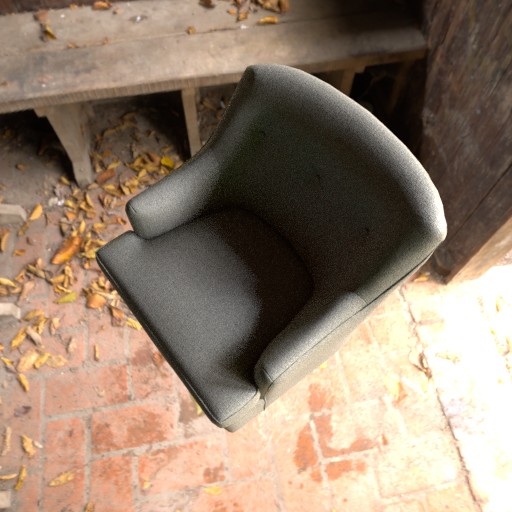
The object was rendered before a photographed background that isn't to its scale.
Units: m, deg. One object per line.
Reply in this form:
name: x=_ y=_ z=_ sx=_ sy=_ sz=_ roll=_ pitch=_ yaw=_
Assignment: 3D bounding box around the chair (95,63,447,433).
chair: x=0.000 y=0.000 z=1.592 sx=0.923 sy=0.856 sz=0.864 roll=-36 pitch=68 yaw=-17
